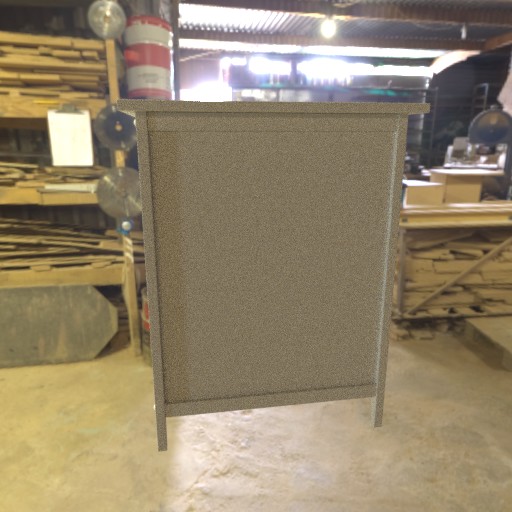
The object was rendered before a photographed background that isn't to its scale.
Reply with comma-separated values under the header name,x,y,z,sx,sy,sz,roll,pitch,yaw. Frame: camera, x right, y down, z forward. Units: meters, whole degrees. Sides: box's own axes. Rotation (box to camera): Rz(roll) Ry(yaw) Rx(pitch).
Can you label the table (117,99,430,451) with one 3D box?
name,x,y,z,sx,sy,sz,roll,pitch,yaw
table,0.000,0.000,0.770,0.381,0.483,0.381,-3,15,-9
